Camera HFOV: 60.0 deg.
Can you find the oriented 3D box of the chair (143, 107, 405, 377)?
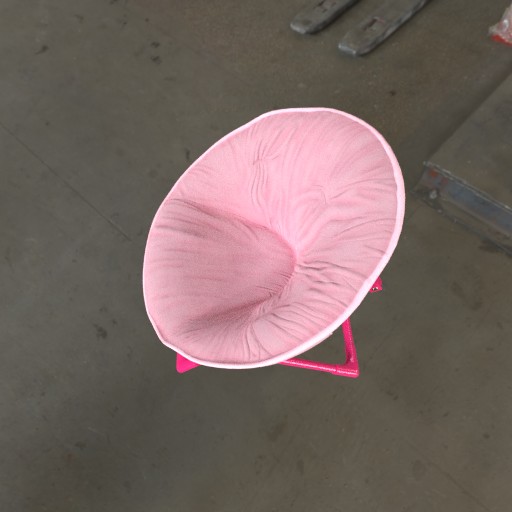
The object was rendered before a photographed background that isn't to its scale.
[{"bbox_3d":[0.000,0.000,0.897,0.459,0.494,0.522,-2,59,-2],"label":"chair"}]
